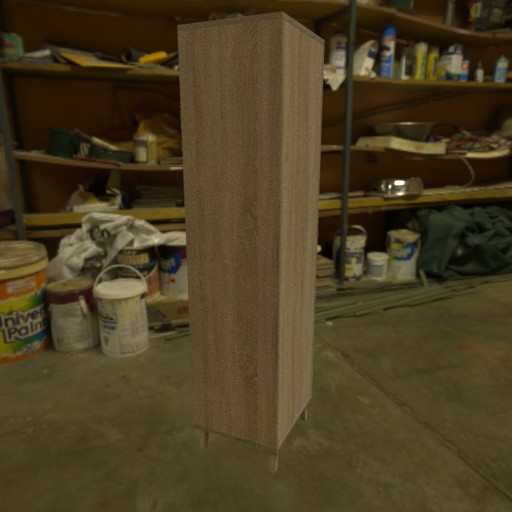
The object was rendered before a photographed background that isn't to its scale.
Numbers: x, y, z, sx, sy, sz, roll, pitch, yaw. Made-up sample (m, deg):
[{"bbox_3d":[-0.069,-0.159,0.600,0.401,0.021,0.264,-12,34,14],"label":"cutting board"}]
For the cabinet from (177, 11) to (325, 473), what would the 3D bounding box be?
[{"bbox_3d":[0.000,0.000,2.134,0.450,1.960,0.510,7,16,24],"label":"cabinet"}]
